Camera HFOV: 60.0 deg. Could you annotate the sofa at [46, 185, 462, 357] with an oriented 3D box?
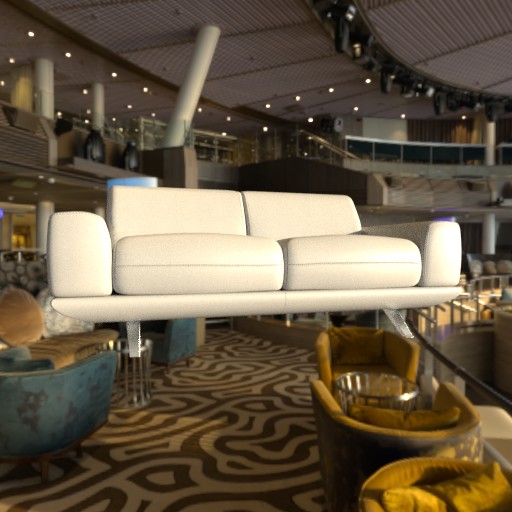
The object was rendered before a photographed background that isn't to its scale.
[{"bbox_3d":[0.000,0.000,2.320,1.901,0.772,0.900,0,1,-18],"label":"sofa"}]
